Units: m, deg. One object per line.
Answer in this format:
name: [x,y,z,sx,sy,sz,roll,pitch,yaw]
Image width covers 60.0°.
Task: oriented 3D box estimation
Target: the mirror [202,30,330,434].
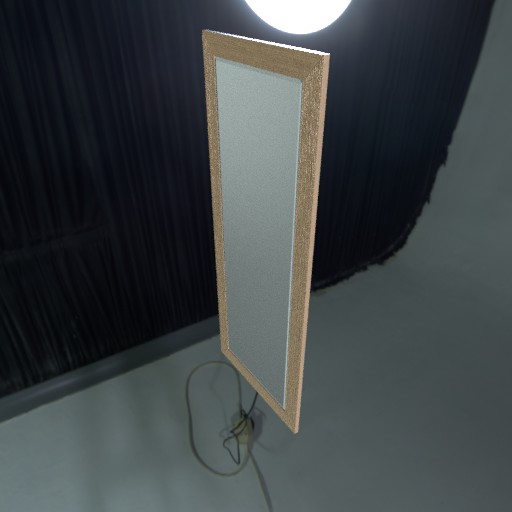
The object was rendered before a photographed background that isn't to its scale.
mirror: [0.000,0.000,2.302,0.026,2.031,0.812,-21,39,-29]
